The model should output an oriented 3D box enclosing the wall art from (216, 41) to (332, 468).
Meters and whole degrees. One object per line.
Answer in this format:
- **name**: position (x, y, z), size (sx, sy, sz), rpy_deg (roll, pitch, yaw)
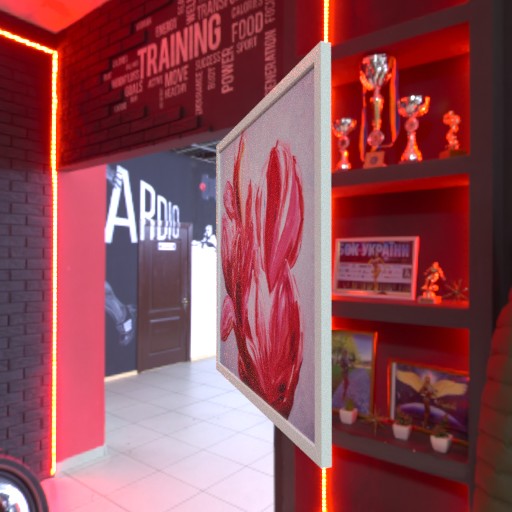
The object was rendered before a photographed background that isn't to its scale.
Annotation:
- **wall art**: position (0.000, 0.000, 1.215), size (0.022, 0.803, 0.805), rpy_deg (0, -1, -19)
